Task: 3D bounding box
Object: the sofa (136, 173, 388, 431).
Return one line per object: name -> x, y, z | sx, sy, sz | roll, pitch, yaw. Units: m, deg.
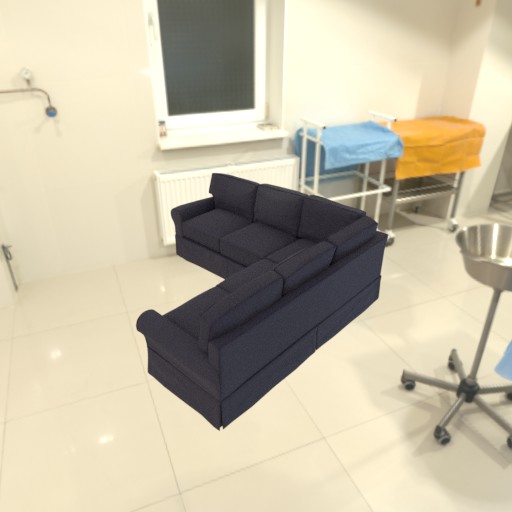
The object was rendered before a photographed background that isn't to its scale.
sofa -> 0.000, 0.000, 5.275 | 2.874, 1.169, 3.773 | -8, 30, -14
